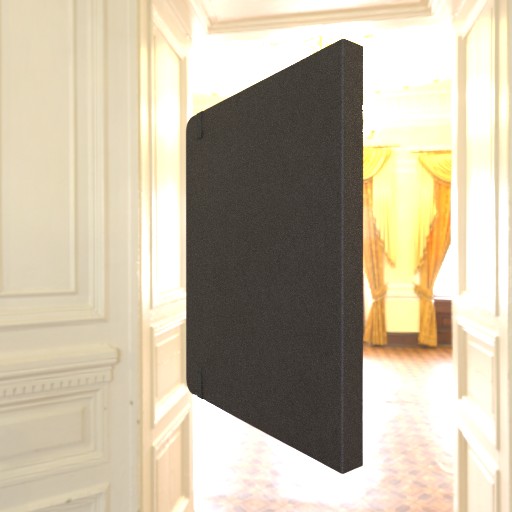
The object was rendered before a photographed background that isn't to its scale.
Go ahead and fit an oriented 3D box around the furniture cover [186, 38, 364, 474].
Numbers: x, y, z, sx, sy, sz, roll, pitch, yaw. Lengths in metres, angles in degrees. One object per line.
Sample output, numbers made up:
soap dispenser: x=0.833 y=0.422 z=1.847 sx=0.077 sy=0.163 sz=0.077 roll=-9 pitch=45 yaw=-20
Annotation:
furniture cover: x=0.000 y=0.000 z=0.377 sx=0.023 sy=0.281 sz=0.216 roll=0 pitch=0 yaw=-36
